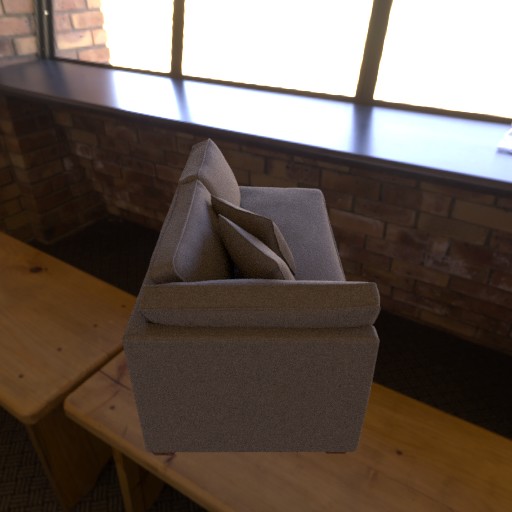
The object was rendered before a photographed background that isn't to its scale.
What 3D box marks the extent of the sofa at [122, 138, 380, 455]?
[{"bbox_3d":[0.000,0.000,2.890,1.110,1.033,2.237,0,32,0],"label":"sofa"}]
